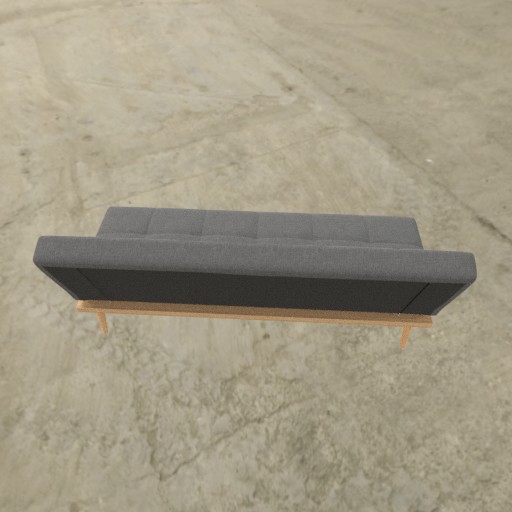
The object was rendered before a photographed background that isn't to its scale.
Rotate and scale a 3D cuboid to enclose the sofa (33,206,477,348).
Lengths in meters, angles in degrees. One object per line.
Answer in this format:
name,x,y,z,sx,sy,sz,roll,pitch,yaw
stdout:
sofa,0.000,0.000,2.288,1.820,0.770,0.820,2,46,2
